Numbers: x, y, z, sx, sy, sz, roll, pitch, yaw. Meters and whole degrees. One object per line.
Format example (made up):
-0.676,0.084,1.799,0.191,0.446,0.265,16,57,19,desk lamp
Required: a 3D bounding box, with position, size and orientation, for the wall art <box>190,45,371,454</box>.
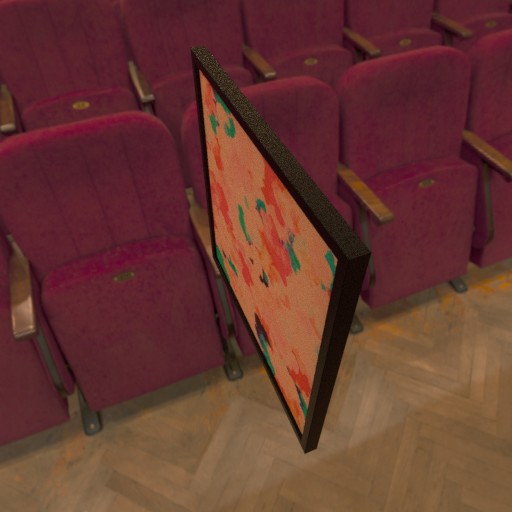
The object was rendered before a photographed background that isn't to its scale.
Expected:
0.000,0.000,1.124,0.036,0.755,0.756,-17,49,-15,wall art
